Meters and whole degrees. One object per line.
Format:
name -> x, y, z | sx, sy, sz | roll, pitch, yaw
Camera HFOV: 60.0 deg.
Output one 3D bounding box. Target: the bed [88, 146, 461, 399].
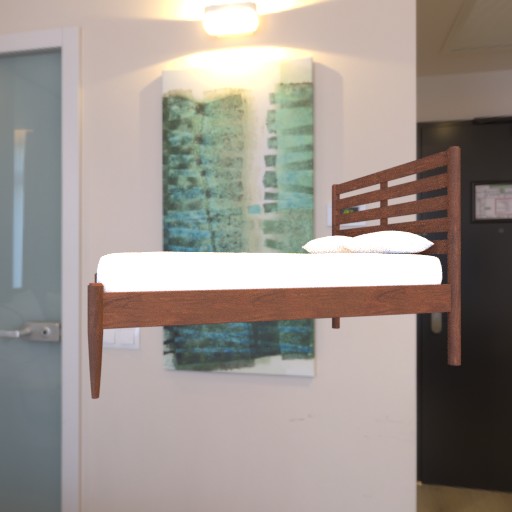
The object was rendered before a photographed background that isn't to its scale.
bed -> 0.000, 0.000, 3.016 | 2.093, 1.304, 1.509 | 0, 0, -19
